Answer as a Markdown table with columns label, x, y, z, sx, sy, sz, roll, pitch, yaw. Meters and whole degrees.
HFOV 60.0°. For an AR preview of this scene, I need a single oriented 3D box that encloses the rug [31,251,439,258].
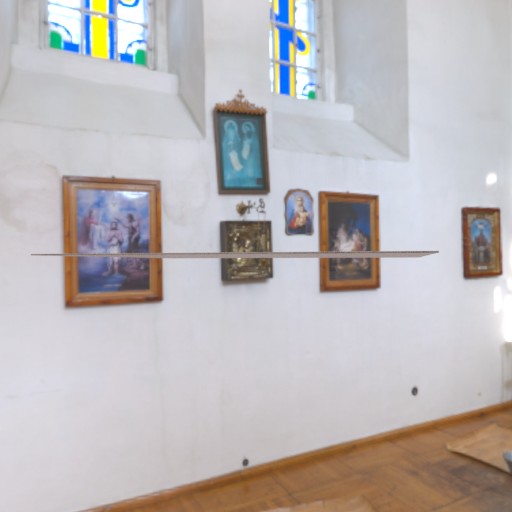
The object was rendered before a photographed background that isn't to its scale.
| label | x | y | z | sx | sy | sz | roll | pitch | yaw |
| --- | --- | --- | --- | --- | --- | --- | --- | --- | --- |
| rug | 0.000 | 0.000 | 4.265 | 3.072 | 0.011 | 2.451 | 0 | -1 | 18 |
